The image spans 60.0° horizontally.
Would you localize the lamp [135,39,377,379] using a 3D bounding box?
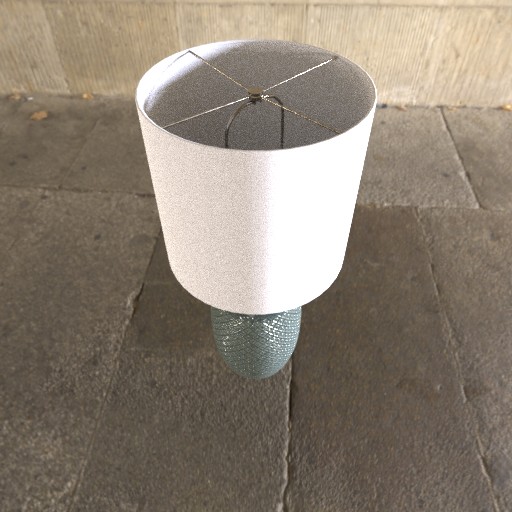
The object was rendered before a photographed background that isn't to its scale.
[{"bbox_3d":[0.000,0.000,0.567,0.217,0.453,0.217,-32,54,-27],"label":"lamp"}]
